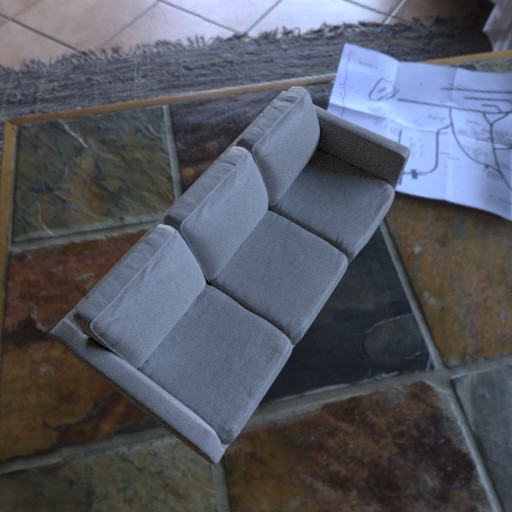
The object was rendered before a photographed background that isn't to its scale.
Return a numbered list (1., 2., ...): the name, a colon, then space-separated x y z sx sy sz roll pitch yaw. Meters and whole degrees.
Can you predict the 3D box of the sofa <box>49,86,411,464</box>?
1. sofa: 0.000 0.000 2.504 0.944 0.918 1.983 31 64 16
